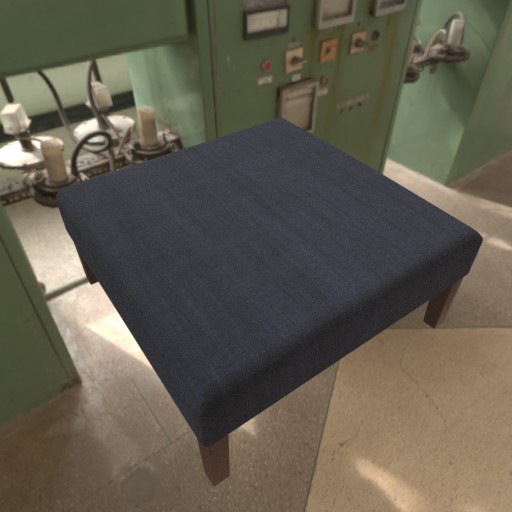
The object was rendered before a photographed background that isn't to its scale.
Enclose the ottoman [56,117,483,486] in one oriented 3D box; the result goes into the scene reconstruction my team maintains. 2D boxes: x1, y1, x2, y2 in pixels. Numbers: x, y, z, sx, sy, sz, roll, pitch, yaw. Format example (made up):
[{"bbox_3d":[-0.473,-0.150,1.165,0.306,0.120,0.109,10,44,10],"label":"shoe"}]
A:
[{"bbox_3d":[0.000,0.000,1.375,0.889,0.411,0.890,-26,48,-26],"label":"ottoman"}]
